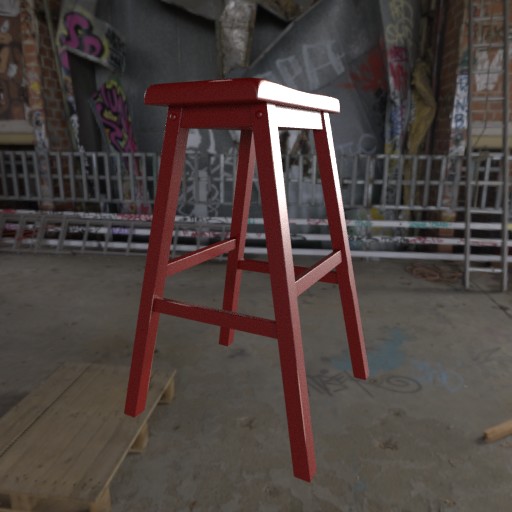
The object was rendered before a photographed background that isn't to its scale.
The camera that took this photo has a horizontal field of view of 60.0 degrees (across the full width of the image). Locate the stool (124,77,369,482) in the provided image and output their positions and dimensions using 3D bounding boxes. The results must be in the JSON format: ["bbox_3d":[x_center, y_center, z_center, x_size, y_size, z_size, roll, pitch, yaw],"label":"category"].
[{"bbox_3d":[0.000,0.000,1.059,0.476,0.737,0.457,8,16,27],"label":"stool"}]
